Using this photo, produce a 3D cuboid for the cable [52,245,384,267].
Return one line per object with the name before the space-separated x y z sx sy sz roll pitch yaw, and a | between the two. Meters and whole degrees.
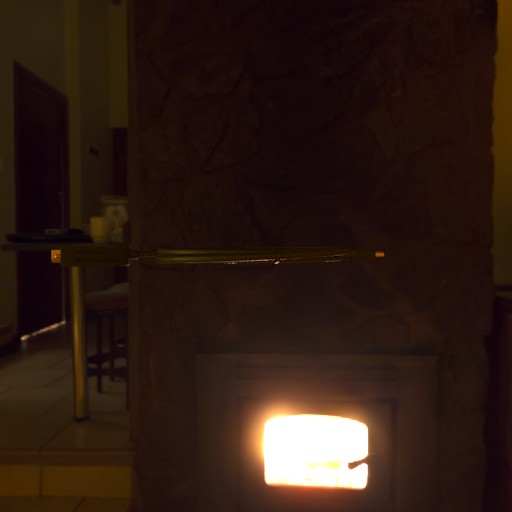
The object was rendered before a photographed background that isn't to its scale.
cable | 0.000 0.000 0.323 0.281 0.015 0.136 0 2 -18
